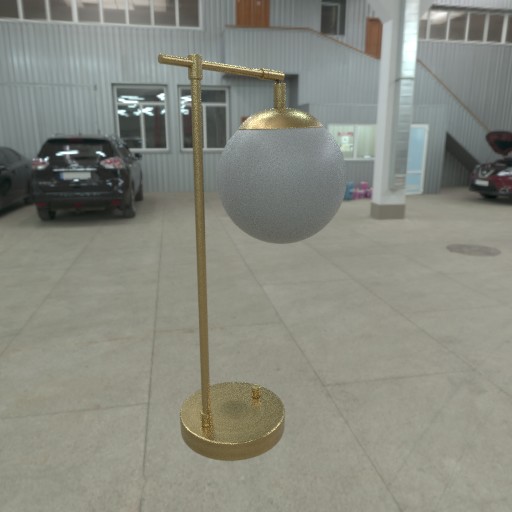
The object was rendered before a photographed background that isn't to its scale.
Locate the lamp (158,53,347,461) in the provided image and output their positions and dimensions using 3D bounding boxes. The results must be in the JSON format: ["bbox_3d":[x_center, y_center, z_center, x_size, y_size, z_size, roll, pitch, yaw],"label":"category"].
[{"bbox_3d":[0.000,0.000,0.701,0.207,0.559,0.324,14,20,42],"label":"lamp"}]
